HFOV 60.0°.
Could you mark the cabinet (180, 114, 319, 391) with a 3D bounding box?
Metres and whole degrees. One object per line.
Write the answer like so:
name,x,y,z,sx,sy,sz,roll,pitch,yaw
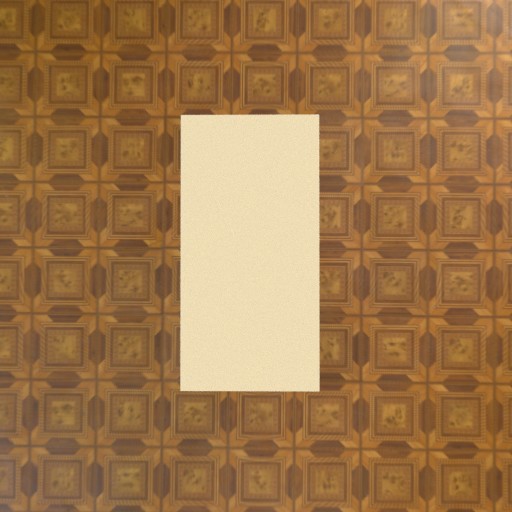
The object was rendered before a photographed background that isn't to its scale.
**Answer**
cabinet,0.000,0.000,2.122,0.390,1.829,0.754,0,89,1
